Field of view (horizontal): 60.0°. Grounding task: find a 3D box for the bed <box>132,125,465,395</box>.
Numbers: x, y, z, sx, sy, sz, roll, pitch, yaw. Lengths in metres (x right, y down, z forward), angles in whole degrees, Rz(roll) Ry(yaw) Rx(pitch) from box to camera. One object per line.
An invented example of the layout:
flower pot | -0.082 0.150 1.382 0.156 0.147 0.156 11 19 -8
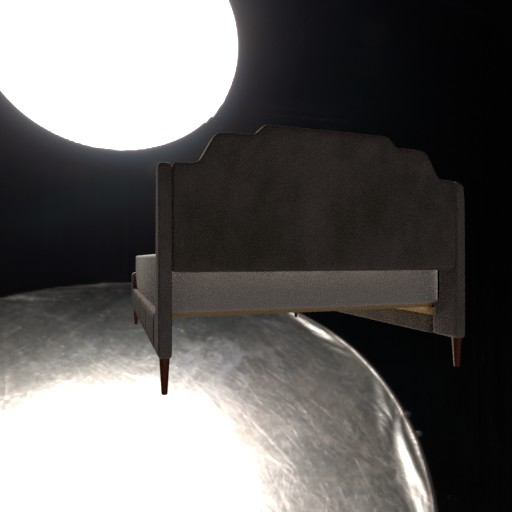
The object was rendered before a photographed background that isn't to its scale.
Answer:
bed | 0.000 0.000 3.304 1.676 1.245 2.340 0 0 -19
